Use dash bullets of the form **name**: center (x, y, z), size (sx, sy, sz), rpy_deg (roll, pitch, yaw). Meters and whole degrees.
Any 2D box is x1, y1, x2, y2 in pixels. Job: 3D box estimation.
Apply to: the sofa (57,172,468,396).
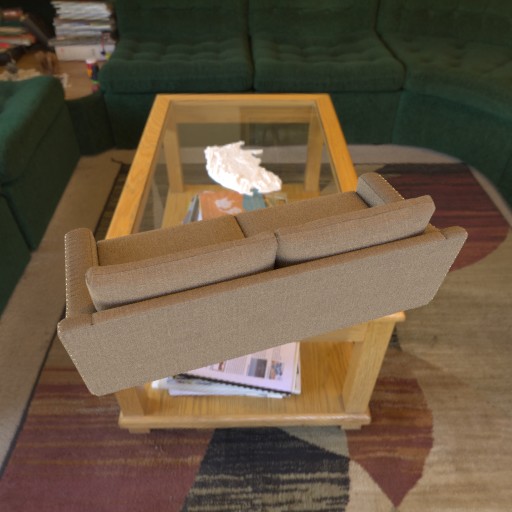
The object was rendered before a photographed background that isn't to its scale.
- **sofa**: center (0.000, 0.000, 2.769), size (2.208, 0.857, 1.000), rpy_deg (-13, 44, -14)
